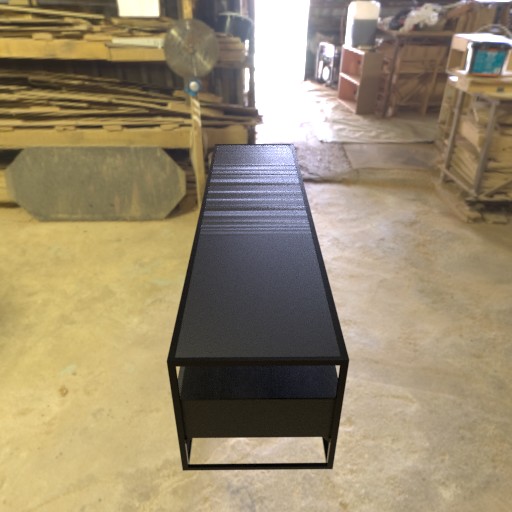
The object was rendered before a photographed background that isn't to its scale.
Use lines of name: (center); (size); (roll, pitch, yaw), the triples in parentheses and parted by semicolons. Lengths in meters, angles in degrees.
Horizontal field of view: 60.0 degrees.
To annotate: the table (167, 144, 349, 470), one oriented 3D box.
table: (0.000, 0.000, 1.688); (0.399, 0.395, 1.486); (0, 32, 0)
